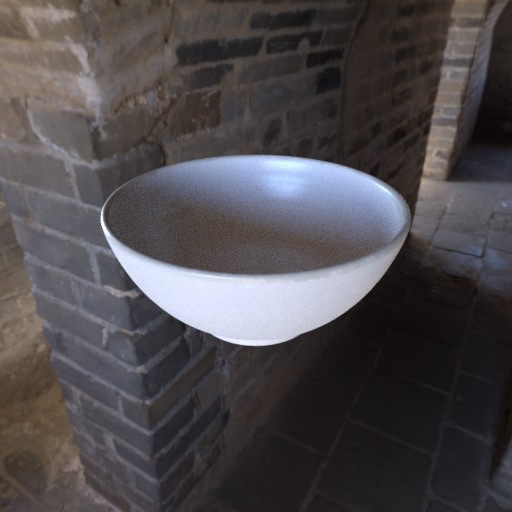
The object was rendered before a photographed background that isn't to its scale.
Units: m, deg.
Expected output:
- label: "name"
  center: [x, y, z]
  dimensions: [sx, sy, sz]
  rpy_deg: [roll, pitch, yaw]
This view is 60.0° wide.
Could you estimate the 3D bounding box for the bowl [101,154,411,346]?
- label: "bowl"
  center: [0.000, 0.000, 0.428]
  dimensions: [0.268, 0.121, 0.268]
  rpy_deg: [0, 29, 0]
